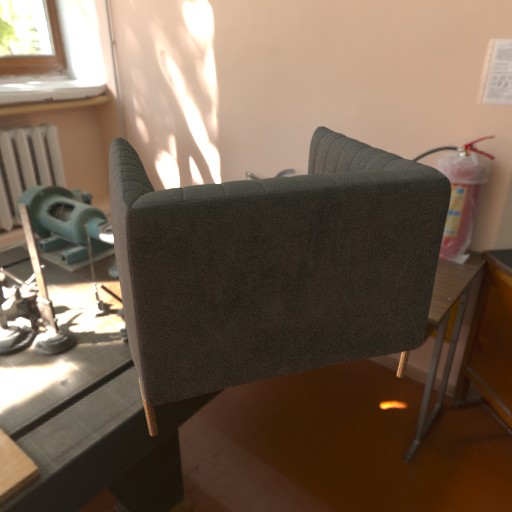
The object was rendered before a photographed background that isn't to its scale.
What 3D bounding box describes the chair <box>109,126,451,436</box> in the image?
[{"bbox_3d":[0.000,0.000,1.640,0.981,0.779,0.873,-8,27,-16],"label":"chair"}]
